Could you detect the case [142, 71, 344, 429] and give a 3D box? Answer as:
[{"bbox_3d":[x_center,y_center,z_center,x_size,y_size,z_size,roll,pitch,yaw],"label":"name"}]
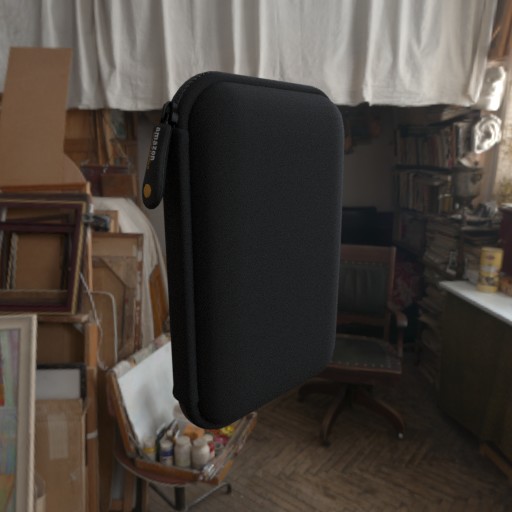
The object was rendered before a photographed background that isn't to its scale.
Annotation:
[{"bbox_3d":[0.000,0.000,0.196,0.107,0.147,0.030,-13,19,-43],"label":"case"}]
